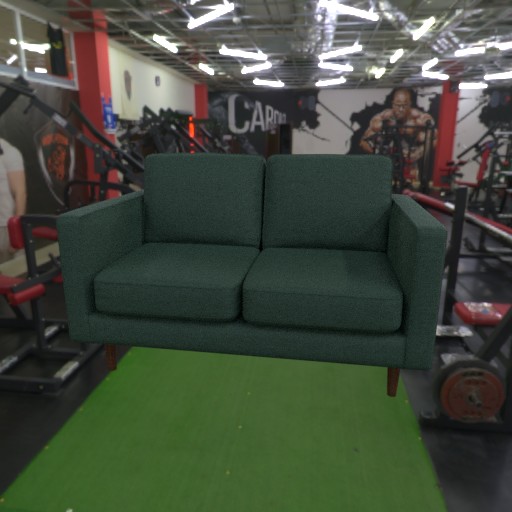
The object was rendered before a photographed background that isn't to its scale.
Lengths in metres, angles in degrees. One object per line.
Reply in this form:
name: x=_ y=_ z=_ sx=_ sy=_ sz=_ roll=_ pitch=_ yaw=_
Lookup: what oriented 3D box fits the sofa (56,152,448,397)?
sofa: x=0.000 y=0.000 z=2.019 sx=1.430 sy=0.899 sz=0.879 roll=3 pitch=16 yaw=9
